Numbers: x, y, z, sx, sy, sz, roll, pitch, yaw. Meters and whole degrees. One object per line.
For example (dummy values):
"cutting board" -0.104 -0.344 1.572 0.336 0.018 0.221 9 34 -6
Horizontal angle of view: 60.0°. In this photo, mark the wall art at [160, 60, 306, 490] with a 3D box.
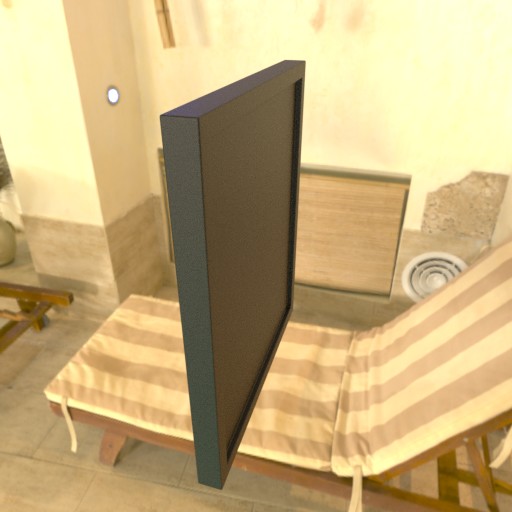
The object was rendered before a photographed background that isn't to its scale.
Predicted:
"wall art" 0.000 0.000 0.508 0.028 0.381 0.328 9 31 15
